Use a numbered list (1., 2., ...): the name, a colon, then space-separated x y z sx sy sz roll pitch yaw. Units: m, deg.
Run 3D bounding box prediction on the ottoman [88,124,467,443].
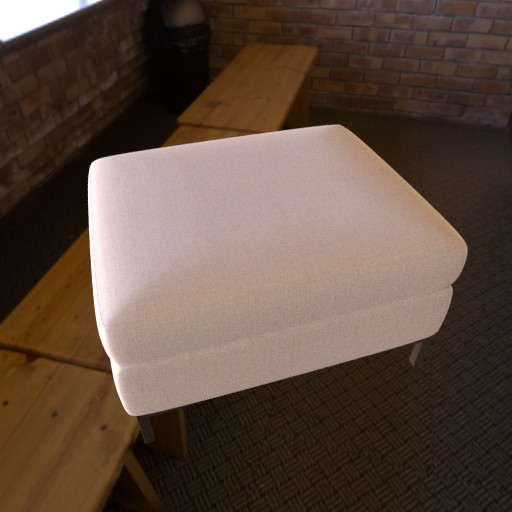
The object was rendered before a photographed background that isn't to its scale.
1. ottoman: 0.000 0.000 1.196 0.794 0.453 0.657 -12 42 -13
